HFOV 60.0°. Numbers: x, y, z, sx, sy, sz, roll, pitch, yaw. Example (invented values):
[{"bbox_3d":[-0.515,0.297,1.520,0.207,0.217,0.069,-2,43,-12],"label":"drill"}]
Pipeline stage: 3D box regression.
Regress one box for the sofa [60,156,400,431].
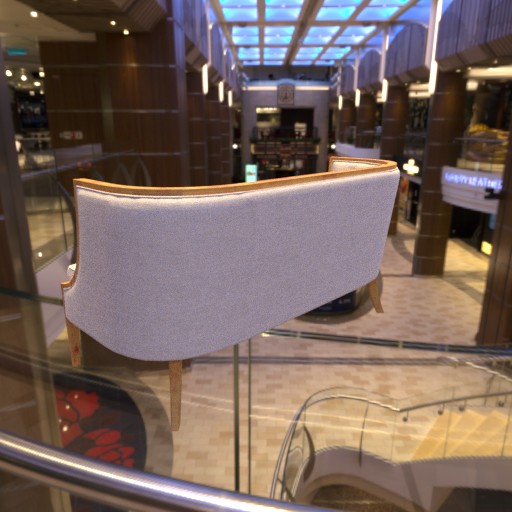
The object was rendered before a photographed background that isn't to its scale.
[{"bbox_3d":[0.000,0.000,1.959,0.770,0.775,1.474,16,23,42],"label":"sofa"}]
